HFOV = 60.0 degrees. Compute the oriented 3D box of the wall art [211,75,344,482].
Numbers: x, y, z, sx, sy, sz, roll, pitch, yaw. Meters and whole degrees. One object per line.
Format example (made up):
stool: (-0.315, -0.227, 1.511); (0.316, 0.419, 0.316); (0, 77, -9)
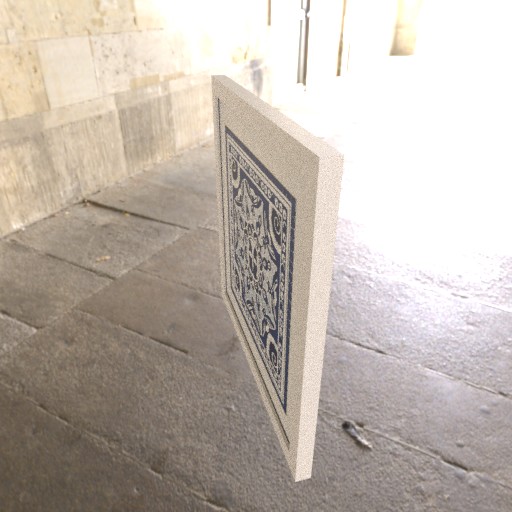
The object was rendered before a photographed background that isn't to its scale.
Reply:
wall art: (0.000, 0.000, 0.835); (0.028, 0.559, 0.559); (-9, 32, -14)
